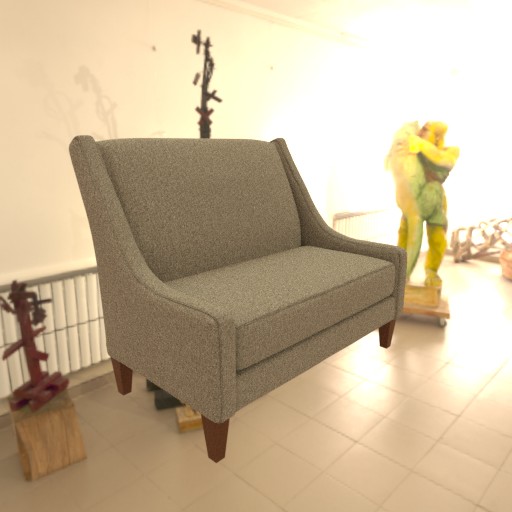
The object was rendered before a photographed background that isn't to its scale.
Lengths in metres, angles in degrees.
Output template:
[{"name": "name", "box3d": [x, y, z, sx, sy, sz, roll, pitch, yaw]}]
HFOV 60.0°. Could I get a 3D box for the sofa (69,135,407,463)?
[{"name": "sofa", "box3d": [0.000, 0.000, 1.961, 0.862, 1.026, 1.242, 13, 19, 42]}]
